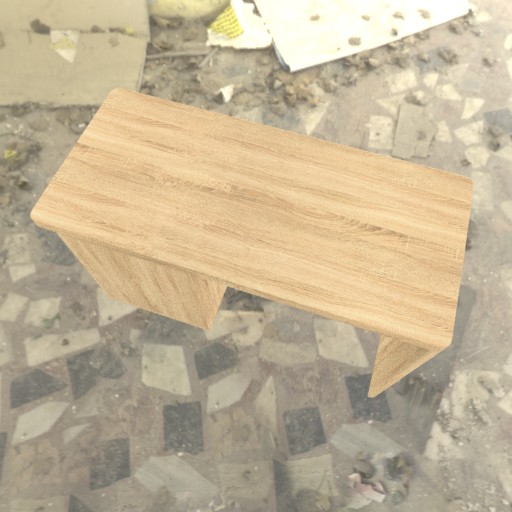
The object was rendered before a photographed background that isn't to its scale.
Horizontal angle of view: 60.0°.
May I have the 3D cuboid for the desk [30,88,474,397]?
[{"bbox_3d":[0.000,0.000,1.637,1.200,0.760,0.550,17,65,8],"label":"desk"}]
